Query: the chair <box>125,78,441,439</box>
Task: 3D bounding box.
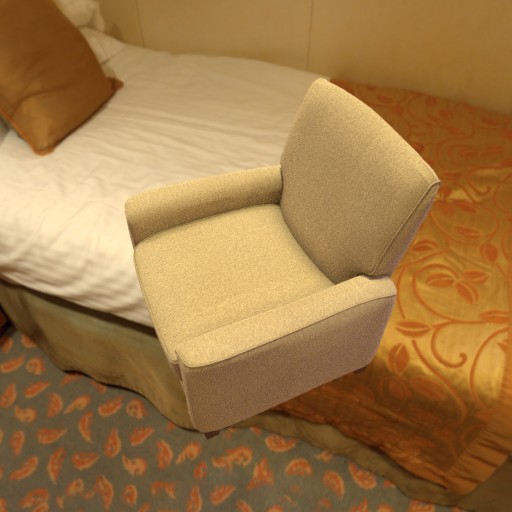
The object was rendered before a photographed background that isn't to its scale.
[{"bbox_3d":[0.000,0.000,1.661,0.864,1.014,0.848,-18,50,-16],"label":"chair"}]
